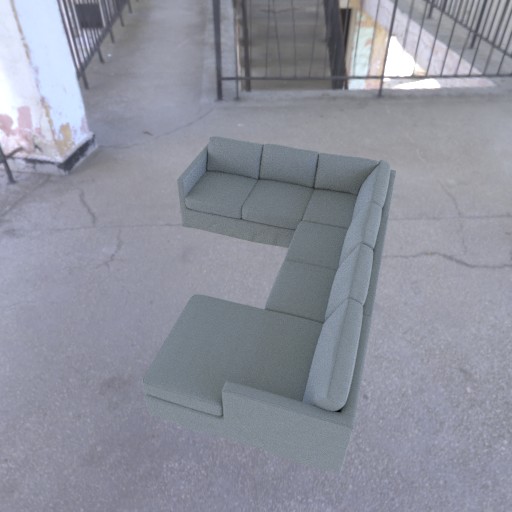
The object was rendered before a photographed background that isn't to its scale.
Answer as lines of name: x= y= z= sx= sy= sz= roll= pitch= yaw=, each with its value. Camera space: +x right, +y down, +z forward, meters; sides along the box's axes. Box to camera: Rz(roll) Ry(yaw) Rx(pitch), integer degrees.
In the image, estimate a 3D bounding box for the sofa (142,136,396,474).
sofa: x=0.000 y=0.000 z=4.514 sx=2.427 sy=0.882 sz=3.460 roll=12 pitch=43 yaw=13
